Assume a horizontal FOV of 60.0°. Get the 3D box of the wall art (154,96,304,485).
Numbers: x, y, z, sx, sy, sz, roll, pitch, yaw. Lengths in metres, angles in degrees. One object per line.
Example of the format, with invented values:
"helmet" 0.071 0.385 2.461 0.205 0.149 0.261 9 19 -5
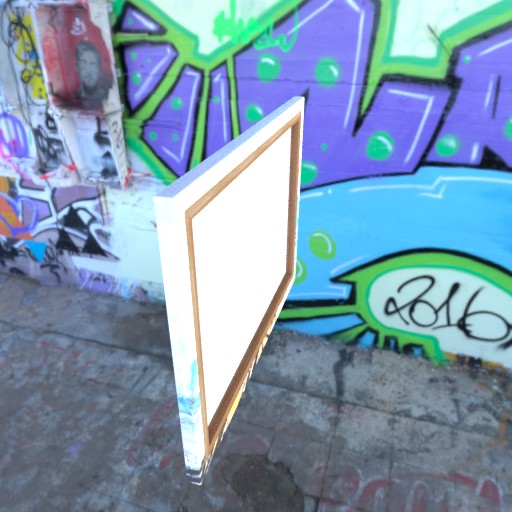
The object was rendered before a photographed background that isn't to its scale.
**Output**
"wall art" 0.000 0.000 1.341 0.038 0.762 1.016 9 30 15
